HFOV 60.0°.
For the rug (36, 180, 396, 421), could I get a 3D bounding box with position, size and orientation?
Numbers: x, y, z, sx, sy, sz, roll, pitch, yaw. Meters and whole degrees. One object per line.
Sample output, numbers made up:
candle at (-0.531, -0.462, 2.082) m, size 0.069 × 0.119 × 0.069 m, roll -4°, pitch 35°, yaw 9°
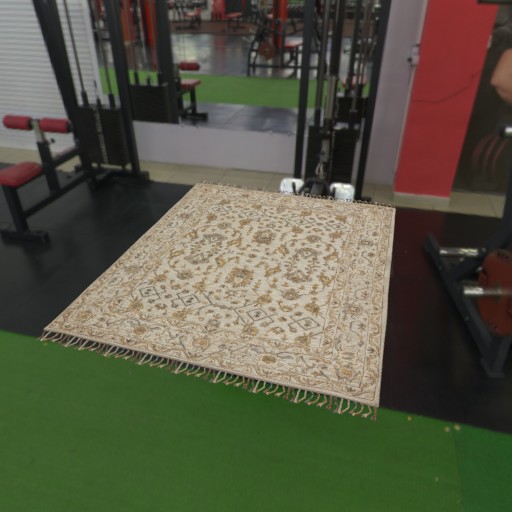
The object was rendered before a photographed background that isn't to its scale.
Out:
rug at (0.000, 0.000, 4.127) m, size 2.426 × 0.034 × 3.061 m, roll 9°, pitch 34°, yaw 14°
